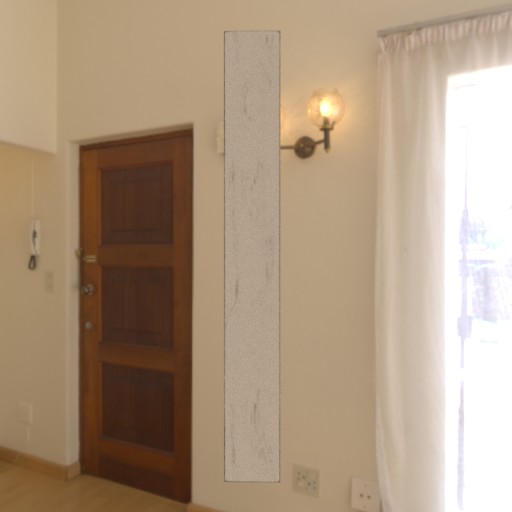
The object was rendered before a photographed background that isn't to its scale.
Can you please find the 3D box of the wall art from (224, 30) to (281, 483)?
[{"bbox_3d":[0.000,0.000,0.451,0.038,0.305,0.305,0,0,1],"label":"wall art"}]
